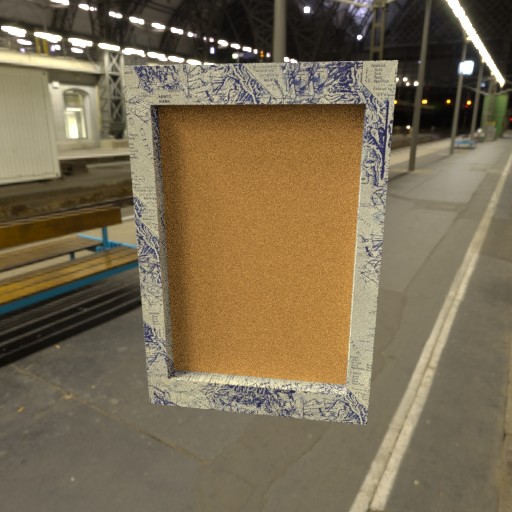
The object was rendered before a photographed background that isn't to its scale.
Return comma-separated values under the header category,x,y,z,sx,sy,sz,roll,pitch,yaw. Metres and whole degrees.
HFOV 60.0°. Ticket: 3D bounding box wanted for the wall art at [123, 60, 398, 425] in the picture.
category,x,y,z,sx,sy,sz,roll,pitch,yaw
wall art,0.000,0.000,0.471,0.255,0.376,0.025,3,17,9
